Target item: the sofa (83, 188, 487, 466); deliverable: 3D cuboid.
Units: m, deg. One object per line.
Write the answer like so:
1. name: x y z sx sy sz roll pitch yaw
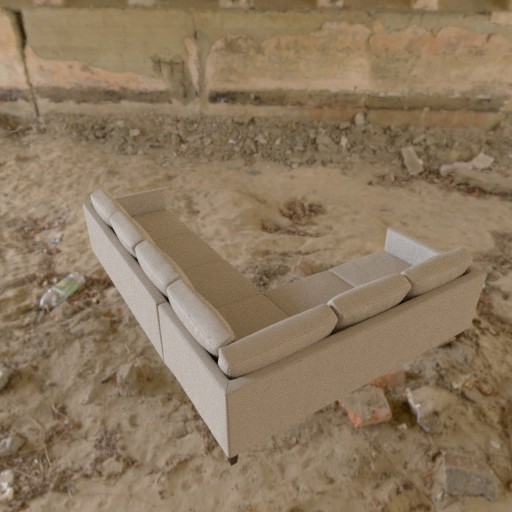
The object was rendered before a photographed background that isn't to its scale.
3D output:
1. sofa: 0.000 0.000 4.293 2.432 0.863 3.182 -18 34 -28
